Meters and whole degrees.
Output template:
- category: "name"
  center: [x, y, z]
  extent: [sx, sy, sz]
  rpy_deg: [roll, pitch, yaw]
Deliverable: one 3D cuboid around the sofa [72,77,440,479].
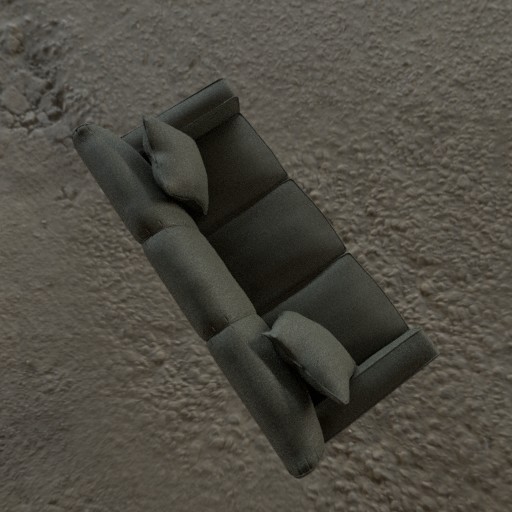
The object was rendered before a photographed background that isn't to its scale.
- category: "sofa"
  center: [0.000, 0.000, 2.564]
  extent: [0.997, 0.958, 2.024]
  rpy_deg: [-34, 78, -8]
